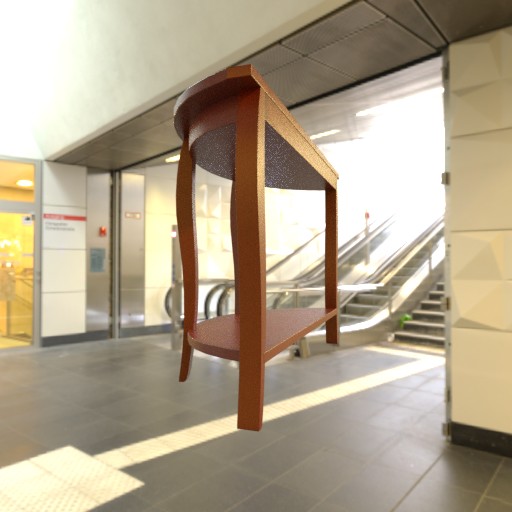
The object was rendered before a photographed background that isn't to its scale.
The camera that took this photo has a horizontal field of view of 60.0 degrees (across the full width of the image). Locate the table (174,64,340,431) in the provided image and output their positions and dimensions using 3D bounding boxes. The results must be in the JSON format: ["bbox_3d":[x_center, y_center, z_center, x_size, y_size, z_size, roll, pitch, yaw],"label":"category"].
[{"bbox_3d":[0.000,0.000,1.557,0.405,0.779,1.219,0,-1,19],"label":"table"}]
